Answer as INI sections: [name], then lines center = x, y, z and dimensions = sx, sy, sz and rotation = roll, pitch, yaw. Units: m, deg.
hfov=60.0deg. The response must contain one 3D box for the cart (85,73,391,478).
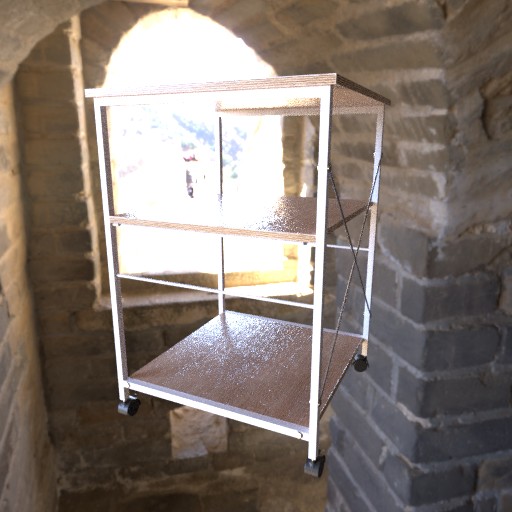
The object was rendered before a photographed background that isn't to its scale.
[cart]
center = 0.000, 0.000, 1.112
dimensions = 0.520, 0.762, 0.521
rotation = 7, 16, 24
